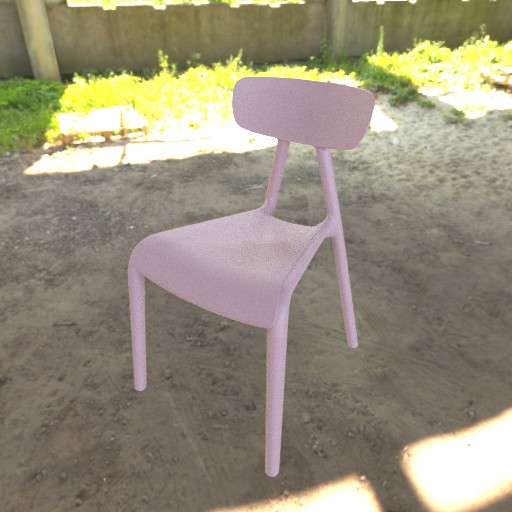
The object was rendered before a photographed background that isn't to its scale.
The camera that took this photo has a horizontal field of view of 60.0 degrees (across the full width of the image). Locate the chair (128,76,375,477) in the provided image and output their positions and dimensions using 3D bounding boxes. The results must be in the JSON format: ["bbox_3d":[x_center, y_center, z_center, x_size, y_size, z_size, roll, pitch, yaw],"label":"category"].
[{"bbox_3d":[0.000,0.000,0.840,0.356,0.580,0.401,20,36,29],"label":"chair"}]
